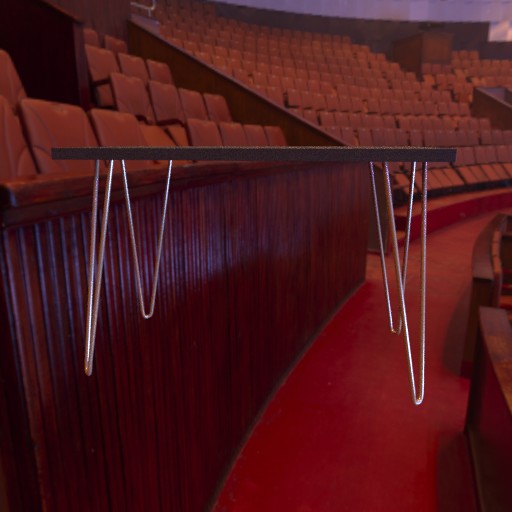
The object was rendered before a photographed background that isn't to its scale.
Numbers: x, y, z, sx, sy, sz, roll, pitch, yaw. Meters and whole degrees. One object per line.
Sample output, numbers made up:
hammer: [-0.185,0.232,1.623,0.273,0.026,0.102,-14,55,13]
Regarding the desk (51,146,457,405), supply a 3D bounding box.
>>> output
desk: [0.000,0.000,1.385,0.991,0.660,0.499,2,15,9]
